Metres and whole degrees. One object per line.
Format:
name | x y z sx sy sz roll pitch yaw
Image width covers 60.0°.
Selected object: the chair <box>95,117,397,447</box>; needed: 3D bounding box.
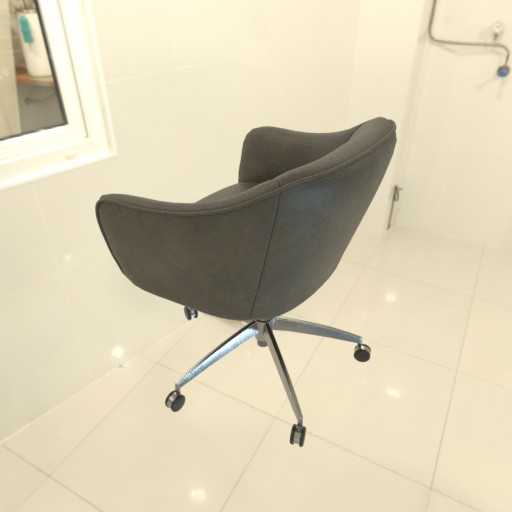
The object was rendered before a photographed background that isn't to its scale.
chair | 0.000 0.000 1.336 0.689 0.827 0.713 22 40 29
